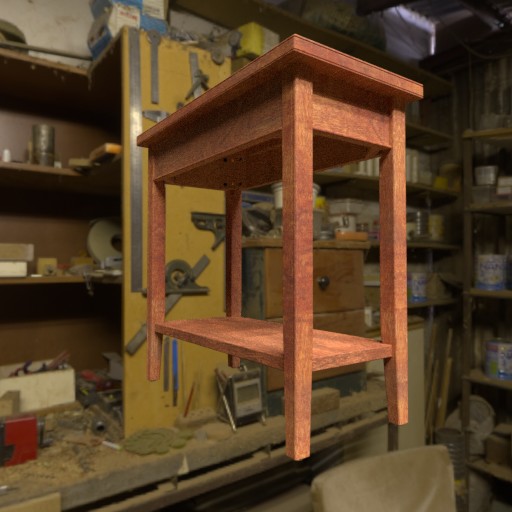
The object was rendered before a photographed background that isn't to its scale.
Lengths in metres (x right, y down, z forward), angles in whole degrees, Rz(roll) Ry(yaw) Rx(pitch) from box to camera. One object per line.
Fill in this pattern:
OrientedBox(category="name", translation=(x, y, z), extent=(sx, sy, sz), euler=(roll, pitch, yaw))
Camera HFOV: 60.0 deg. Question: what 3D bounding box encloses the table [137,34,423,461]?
OrientedBox(category="table", translation=(0.000, 0.000, 0.950), extent=(0.305, 0.610, 0.610), euler=(1, -2, -36))
